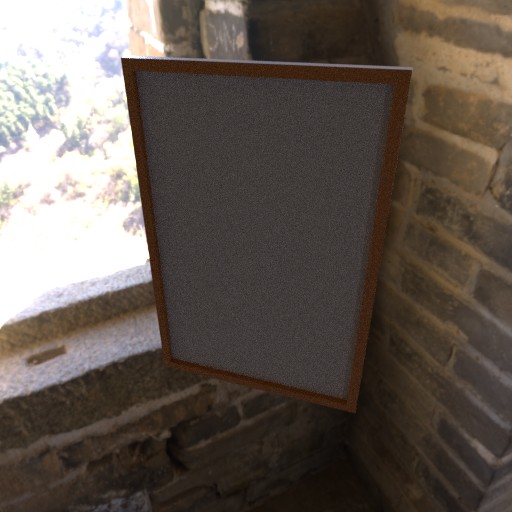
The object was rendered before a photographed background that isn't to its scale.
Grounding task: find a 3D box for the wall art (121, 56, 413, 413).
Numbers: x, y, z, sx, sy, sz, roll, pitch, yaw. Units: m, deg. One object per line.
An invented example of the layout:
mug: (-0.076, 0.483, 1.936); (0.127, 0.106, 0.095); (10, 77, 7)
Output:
wall art: (0.000, 0.000, 0.752); (0.405, 0.608, 0.025); (9, 32, 15)
